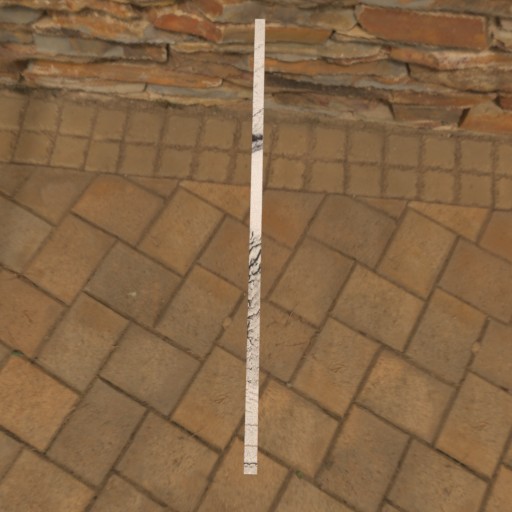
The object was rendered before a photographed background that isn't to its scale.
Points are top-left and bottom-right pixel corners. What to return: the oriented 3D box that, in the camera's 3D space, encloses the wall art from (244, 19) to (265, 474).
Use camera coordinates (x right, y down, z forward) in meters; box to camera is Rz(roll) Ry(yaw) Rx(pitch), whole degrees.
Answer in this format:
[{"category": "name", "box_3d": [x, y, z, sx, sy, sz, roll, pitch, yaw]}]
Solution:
[{"category": "wall art", "box_3d": [0.000, 0.000, 1.145, 0.023, 0.607, 0.914, 1, 75, 0]}]
